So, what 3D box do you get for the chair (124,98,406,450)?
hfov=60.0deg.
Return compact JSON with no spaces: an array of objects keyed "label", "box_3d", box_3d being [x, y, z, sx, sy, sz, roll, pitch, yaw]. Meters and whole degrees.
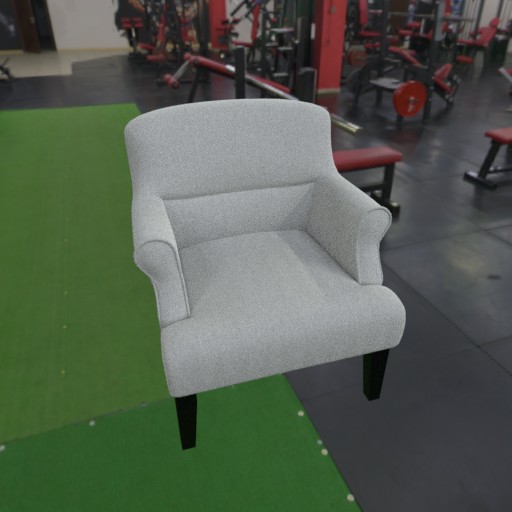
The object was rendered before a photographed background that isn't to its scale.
[{"label":"chair","box_3d":[0.000,0.000,1.491,0.781,0.875,0.750,-9,32,-15]}]
